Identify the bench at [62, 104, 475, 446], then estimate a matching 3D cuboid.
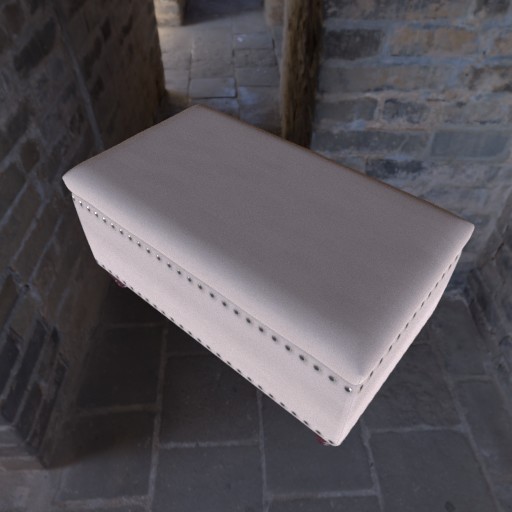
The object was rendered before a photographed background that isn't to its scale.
[{"bbox_3d":[0.000,0.000,1.206,0.887,0.449,0.500,31,53,27],"label":"bench"}]
